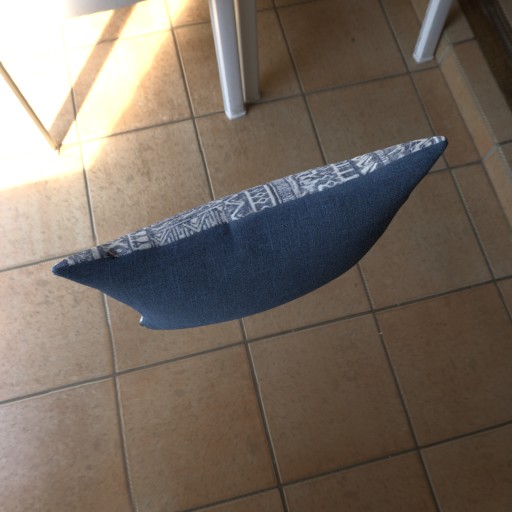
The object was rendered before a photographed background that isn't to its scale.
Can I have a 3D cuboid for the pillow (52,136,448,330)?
[{"bbox_3d":[0.000,0.000,0.790,0.546,0.487,0.180,-19,75,-5],"label":"pillow"}]
